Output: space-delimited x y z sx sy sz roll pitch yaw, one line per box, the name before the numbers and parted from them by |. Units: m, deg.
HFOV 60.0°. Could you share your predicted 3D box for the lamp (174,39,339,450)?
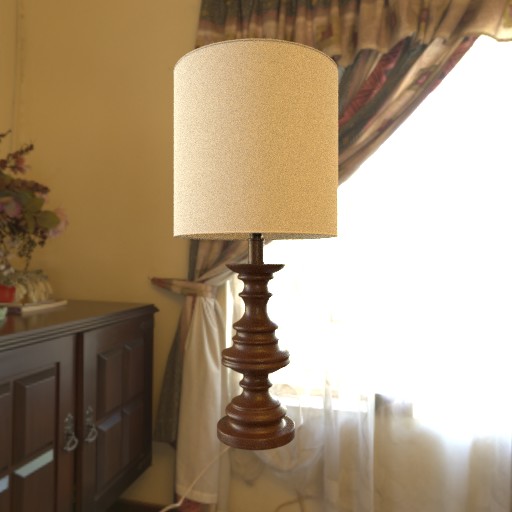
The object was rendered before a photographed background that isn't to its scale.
lamp | 0.000 0.000 0.568 0.208 0.455 0.208 0 0 -1
